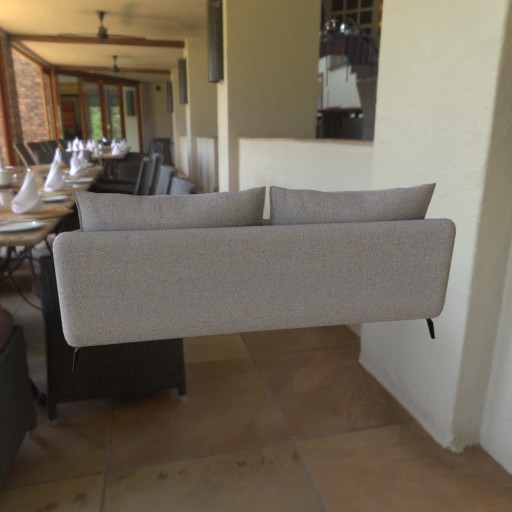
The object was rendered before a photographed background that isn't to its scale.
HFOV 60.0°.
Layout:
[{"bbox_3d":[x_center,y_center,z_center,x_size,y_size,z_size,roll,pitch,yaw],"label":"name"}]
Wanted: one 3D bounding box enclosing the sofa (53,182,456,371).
[{"bbox_3d":[0.000,0.000,2.439,2.022,0.833,0.809,-3,15,-10],"label":"sofa"}]
